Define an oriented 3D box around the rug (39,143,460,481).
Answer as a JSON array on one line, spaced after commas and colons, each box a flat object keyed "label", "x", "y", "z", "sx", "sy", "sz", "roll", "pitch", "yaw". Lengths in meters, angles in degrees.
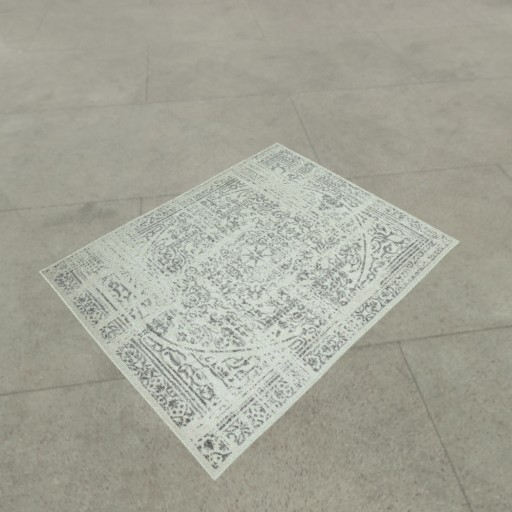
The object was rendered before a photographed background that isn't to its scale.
[{"label": "rug", "x": 0.000, "y": 0.000, "z": 3.879, "sx": 2.921, "sy": 0.032, "sz": 2.311, "roll": -35, "pitch": 55, "yaw": -29}]
